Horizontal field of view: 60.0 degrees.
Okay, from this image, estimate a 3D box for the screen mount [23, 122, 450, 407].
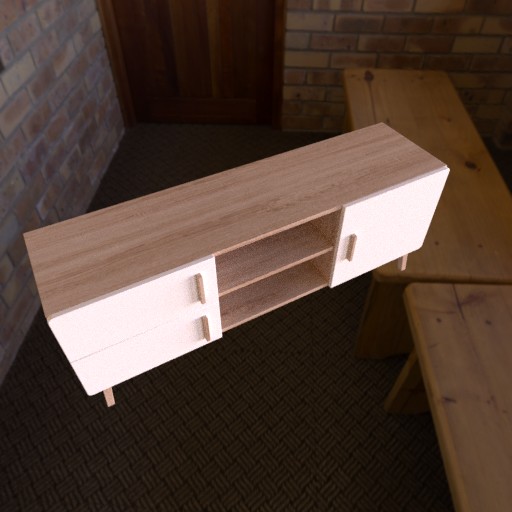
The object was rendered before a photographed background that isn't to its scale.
[{"bbox_3d":[0.000,0.000,1.770,1.500,0.570,0.420,-21,49,-20],"label":"screen mount"}]
